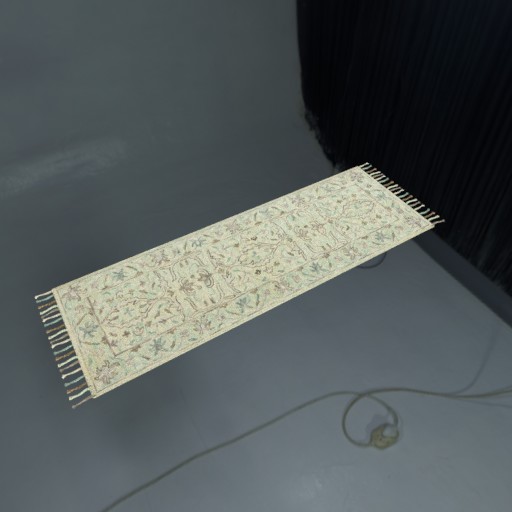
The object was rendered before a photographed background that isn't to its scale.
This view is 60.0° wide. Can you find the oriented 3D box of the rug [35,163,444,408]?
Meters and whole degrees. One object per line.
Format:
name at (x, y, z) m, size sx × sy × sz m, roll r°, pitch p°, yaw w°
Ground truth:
rug at (0.000, 0.000, 2.689) m, size 2.440 × 0.013 × 0.769 m, roll -24°, pitch 52°, yaw -21°
